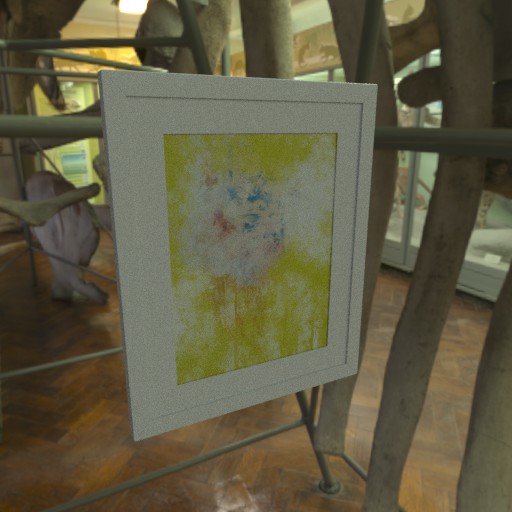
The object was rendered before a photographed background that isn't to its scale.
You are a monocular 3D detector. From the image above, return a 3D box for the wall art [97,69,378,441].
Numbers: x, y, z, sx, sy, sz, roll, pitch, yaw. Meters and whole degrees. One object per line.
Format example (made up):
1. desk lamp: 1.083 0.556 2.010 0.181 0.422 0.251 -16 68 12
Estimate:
1. wall art: 0.000 0.000 0.746 0.454 0.556 0.028 -8 18 -26
